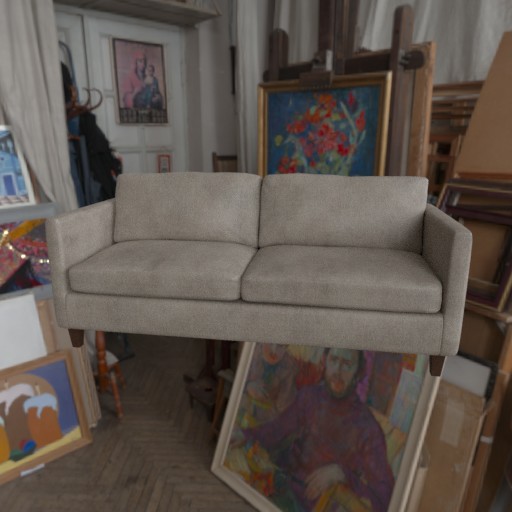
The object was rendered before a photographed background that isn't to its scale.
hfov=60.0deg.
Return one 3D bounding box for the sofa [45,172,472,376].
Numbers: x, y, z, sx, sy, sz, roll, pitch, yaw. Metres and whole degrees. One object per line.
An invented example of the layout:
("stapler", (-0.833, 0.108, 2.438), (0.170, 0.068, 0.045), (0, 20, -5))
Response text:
("sofa", (0.000, 0.000, 2.708), (2.208, 0.965, 0.951), (2, 15, 9))
